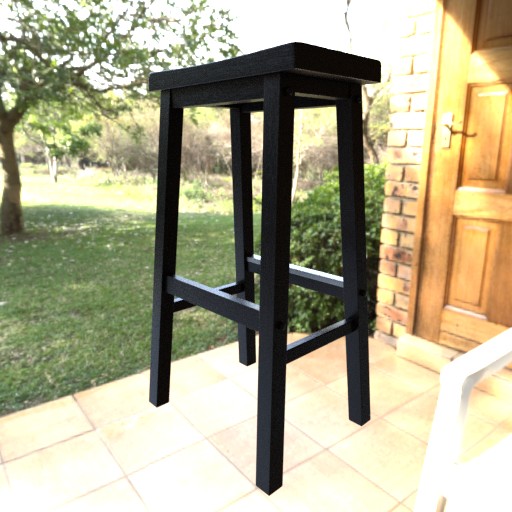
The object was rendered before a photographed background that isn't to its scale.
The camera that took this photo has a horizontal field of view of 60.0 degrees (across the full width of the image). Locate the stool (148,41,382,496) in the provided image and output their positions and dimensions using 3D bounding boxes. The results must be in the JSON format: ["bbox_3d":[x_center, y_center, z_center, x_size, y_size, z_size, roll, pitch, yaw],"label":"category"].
[{"bbox_3d":[0.000,0.000,0.935,0.322,0.742,0.406,-13,19,-42],"label":"stool"}]
